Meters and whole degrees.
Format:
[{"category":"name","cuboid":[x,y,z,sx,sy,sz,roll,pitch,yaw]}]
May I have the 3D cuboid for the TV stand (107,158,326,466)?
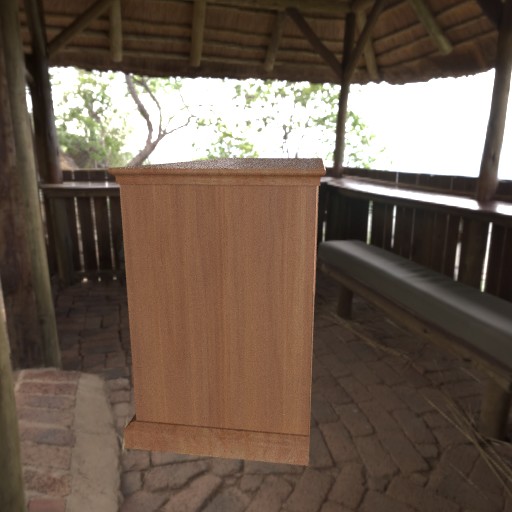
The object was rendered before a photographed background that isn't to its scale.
[{"category":"TV stand","cuboid":[0.000,0.000,1.449,0.417,0.607,1.181,2,14,8]}]
